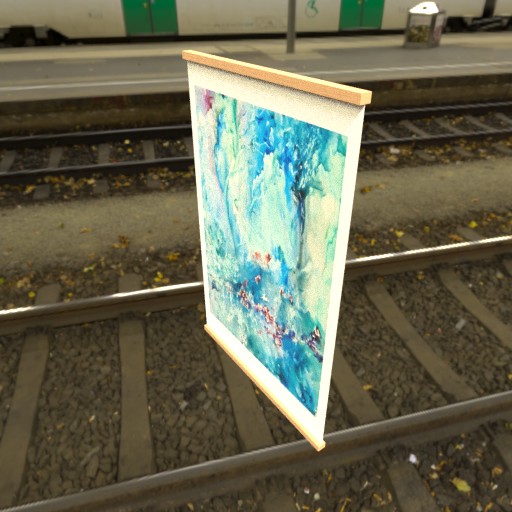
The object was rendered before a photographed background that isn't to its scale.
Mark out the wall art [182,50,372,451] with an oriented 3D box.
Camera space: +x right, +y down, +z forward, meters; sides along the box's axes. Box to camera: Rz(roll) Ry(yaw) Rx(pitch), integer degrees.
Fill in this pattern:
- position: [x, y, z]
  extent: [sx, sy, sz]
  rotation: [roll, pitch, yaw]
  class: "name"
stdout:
- position: [0.000, 0.000, 1.284]
  extent: [0.027, 1.020, 0.669]
  rotation: [-21, 38, -30]
  class: "wall art"
